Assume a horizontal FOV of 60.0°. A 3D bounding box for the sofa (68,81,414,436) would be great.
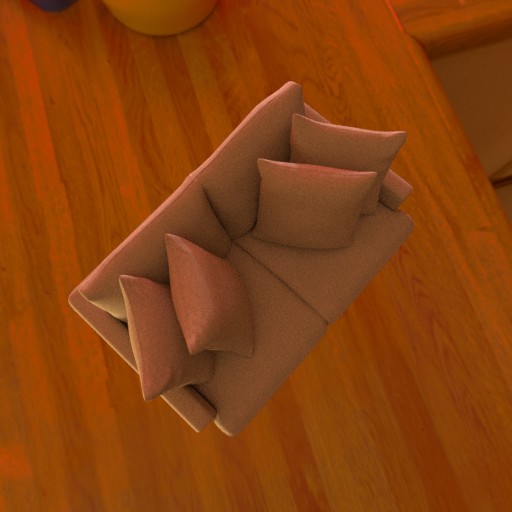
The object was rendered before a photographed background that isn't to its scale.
[{"bbox_3d":[0.000,0.000,2.657,1.228,1.080,1.869,41,79,10],"label":"sofa"}]
